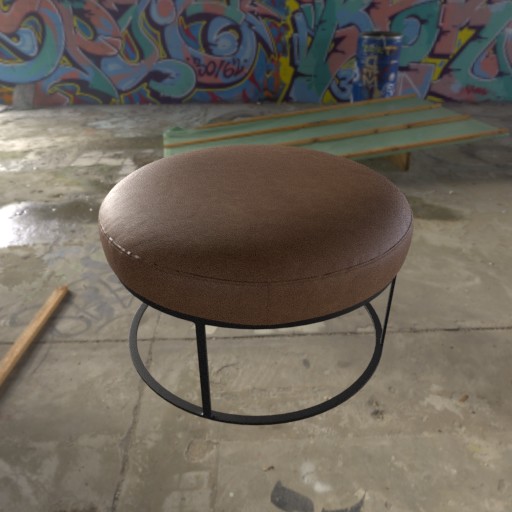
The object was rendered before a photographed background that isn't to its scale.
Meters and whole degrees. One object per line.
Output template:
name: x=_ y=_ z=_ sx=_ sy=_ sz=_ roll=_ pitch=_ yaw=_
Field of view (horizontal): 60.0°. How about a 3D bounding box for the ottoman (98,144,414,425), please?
ottoman: x=0.000 y=0.000 z=1.204 sx=0.771 sy=0.460 sz=0.771 roll=0 pitch=31 yaw=0
